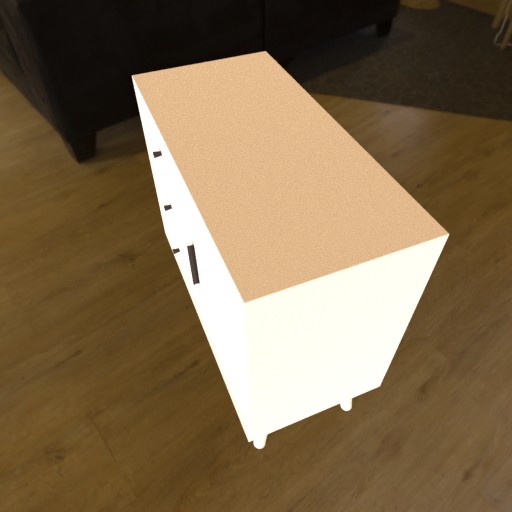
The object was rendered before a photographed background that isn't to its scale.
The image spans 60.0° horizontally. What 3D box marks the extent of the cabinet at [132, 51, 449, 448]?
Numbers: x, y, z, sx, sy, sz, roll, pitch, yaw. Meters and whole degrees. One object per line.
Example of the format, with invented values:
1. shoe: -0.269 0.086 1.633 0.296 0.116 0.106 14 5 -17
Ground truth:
1. cabinet: 0.000 0.000 1.250 0.398 0.761 0.800 -17 50 -15
